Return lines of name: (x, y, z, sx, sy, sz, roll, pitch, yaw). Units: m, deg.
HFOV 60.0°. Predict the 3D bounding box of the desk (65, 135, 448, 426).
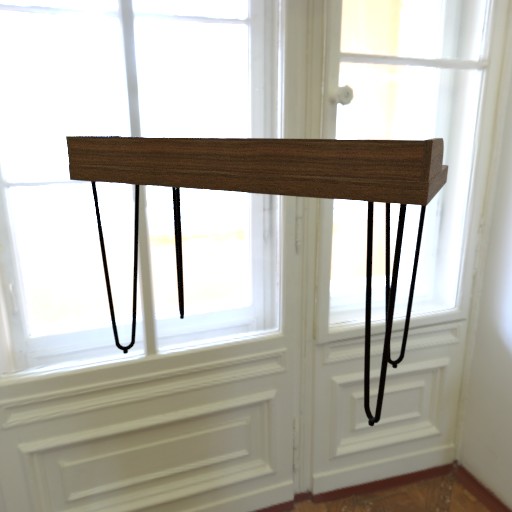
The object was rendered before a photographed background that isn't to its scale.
desk: (0.000, 0.000, 1.633, 1.200, 0.854, 0.565, 8, 18, 26)
